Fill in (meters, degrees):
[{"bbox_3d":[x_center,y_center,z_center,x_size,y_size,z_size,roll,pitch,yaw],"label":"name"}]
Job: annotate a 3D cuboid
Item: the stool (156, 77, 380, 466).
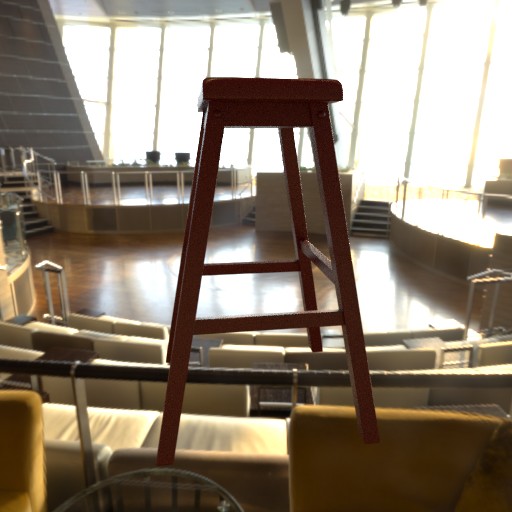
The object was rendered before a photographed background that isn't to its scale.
[{"bbox_3d":[0.000,0.000,1.048,0.476,0.737,0.457,-2,15,-8],"label":"stool"}]
